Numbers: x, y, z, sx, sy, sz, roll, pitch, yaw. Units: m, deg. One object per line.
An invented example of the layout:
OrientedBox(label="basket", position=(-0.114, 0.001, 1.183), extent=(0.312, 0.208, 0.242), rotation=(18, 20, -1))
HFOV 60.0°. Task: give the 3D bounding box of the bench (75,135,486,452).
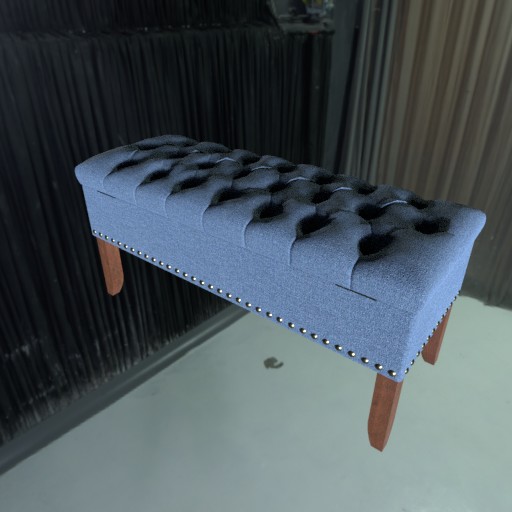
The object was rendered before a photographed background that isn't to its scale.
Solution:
OrientedBox(label="bench", position=(0.000, 0.000, 1.274), extent=(1.052, 0.492, 0.417), rotation=(22, 37, 32))
